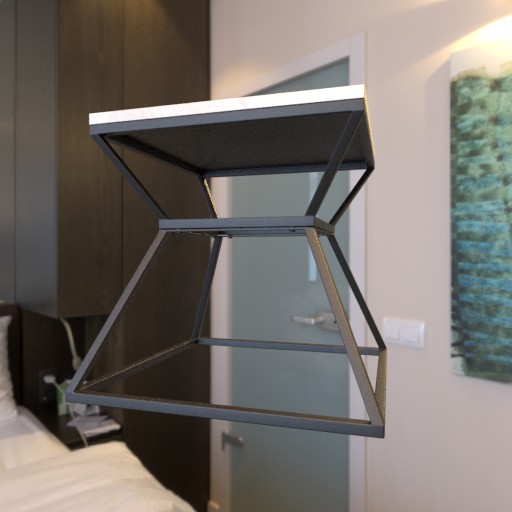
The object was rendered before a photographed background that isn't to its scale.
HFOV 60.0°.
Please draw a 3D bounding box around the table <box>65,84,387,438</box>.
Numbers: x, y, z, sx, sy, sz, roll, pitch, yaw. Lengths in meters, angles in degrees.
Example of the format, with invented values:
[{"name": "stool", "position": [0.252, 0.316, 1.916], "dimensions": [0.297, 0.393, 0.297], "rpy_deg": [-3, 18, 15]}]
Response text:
[{"name": "table", "position": [0.000, 0.000, 0.806], "dimensions": [0.455, 0.431, 0.455], "rpy_deg": [0, 0, 17]}]
